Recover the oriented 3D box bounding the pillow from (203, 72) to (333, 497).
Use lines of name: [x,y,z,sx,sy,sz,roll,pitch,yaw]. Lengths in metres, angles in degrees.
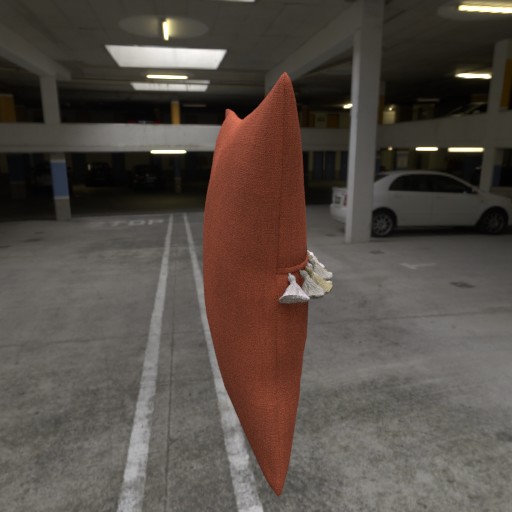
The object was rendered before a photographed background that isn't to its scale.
pillow: [0.000,0.000,0.712,0.165,0.482,0.490,-3,14,-10]
